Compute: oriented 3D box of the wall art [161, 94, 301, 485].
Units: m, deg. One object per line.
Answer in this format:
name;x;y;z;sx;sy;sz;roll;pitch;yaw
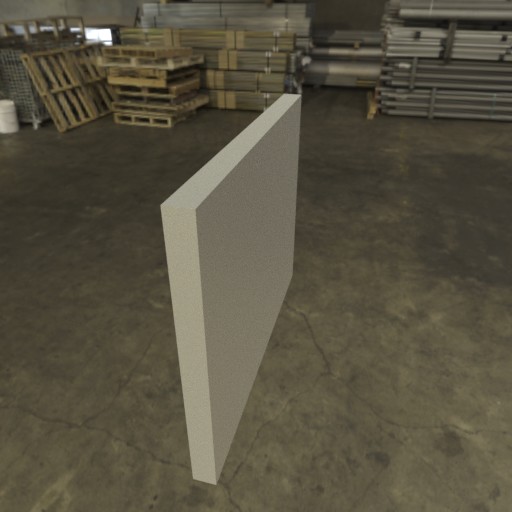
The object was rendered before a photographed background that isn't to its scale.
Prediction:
wall art;0.000;0.000;1.421;0.066;0.801;1.056;8;31;13
